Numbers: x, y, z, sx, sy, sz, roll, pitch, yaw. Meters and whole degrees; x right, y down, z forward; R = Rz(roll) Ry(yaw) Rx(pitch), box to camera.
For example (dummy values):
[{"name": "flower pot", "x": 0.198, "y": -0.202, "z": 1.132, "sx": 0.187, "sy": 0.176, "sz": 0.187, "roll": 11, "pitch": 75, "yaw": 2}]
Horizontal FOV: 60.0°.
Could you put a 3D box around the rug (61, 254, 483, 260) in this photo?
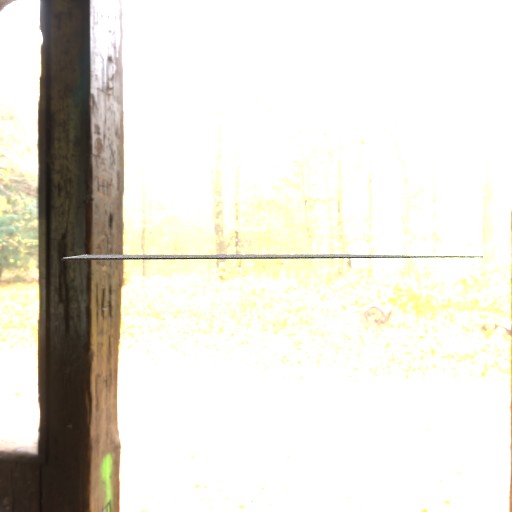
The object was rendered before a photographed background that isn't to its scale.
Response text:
[{"name": "rug", "x": 0.000, "y": 0.000, "z": 4.409, "sx": 3.307, "sy": 0.013, "sz": 2.393, "roll": 0, "pitch": 1, "yaw": -17}]
